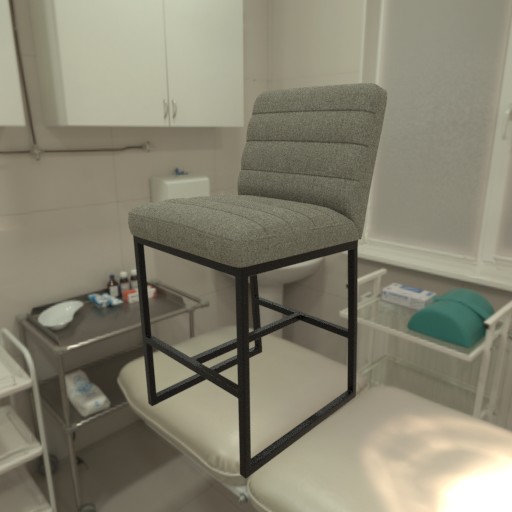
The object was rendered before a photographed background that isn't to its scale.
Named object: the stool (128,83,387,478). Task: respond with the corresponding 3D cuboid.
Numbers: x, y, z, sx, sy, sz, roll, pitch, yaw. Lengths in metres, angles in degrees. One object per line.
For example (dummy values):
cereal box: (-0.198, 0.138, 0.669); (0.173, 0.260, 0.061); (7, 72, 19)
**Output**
stool: (0.000, 0.000, 1.273); (0.460, 0.940, 0.560); (15, 22, 43)
